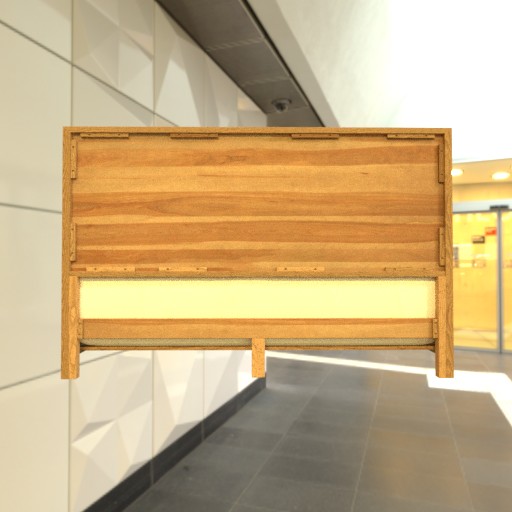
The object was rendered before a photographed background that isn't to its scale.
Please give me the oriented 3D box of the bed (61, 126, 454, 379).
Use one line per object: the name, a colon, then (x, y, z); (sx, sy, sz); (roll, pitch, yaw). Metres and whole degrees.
bed: (0.000, 0.000, 3.370); (2.013, 1.295, 2.184); (0, -1, -1)
